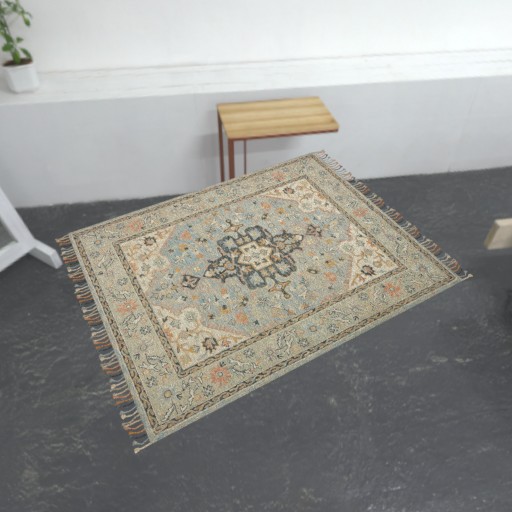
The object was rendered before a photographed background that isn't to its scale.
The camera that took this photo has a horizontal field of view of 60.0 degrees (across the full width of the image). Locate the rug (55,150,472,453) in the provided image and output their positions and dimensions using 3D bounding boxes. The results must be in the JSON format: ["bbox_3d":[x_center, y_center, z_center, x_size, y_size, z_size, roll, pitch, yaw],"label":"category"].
[{"bbox_3d":[0.000,0.000,4.201,3.221,0.011,2.379,-22,50,-20],"label":"rug"}]
